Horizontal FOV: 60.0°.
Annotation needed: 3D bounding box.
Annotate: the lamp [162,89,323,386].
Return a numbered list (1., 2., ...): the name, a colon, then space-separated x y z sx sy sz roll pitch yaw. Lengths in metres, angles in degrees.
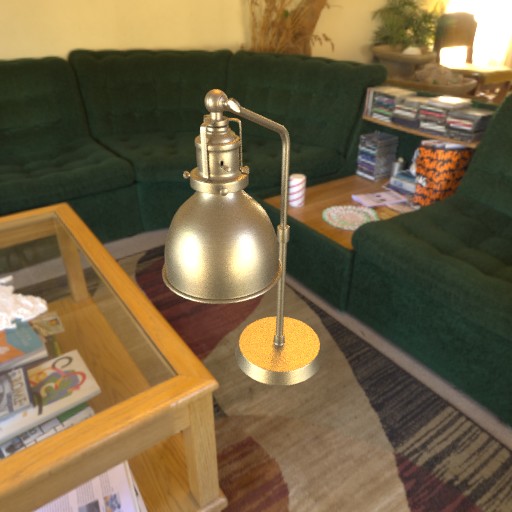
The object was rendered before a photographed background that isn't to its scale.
1. lamp: 0.000 0.000 0.610 0.153 0.456 0.286 21 37 31
